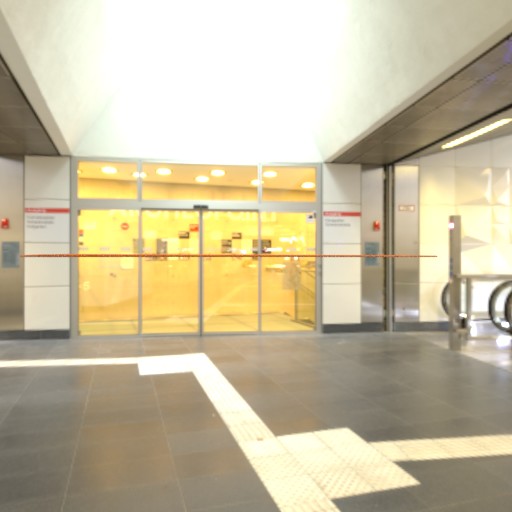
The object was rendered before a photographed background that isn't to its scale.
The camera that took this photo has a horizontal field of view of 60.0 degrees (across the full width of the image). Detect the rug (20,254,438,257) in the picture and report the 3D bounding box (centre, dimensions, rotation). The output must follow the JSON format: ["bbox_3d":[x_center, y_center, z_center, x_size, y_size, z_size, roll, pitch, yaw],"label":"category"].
[{"bbox_3d":[0.000,0.000,2.639,2.471,0.013,0.914,0,0,-37],"label":"rug"}]
